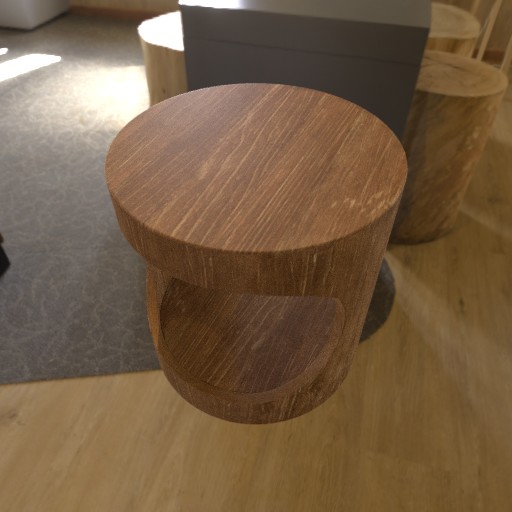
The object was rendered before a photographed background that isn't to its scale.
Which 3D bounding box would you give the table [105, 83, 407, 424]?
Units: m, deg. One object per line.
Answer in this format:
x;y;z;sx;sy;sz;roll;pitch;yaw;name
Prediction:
0.000;0.000;0.988;0.527;0.551;0.527;0;45;0;table
